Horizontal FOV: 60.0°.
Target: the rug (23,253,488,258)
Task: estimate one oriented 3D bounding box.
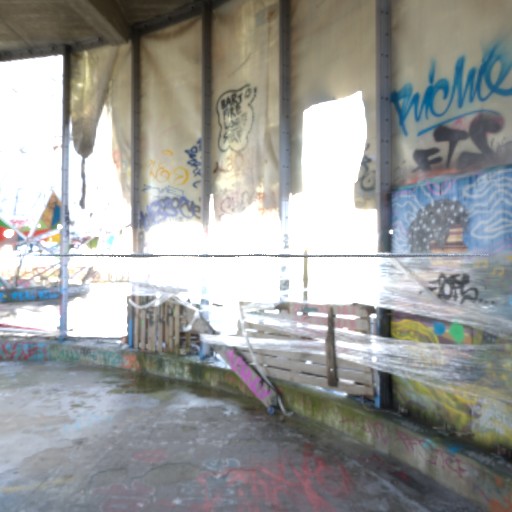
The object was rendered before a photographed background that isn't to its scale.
[{"bbox_3d":[0.000,0.000,2.775,2.133,0.013,1.522,0,-1,0],"label":"rug"}]
